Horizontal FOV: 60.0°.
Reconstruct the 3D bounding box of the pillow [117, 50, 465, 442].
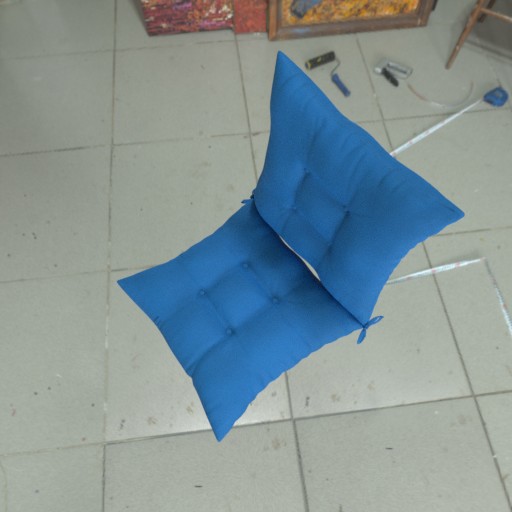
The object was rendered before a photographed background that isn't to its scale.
[{"bbox_3d":[0.000,0.000,1.001,0.585,0.536,0.541,-33,68,-15],"label":"pillow"}]
